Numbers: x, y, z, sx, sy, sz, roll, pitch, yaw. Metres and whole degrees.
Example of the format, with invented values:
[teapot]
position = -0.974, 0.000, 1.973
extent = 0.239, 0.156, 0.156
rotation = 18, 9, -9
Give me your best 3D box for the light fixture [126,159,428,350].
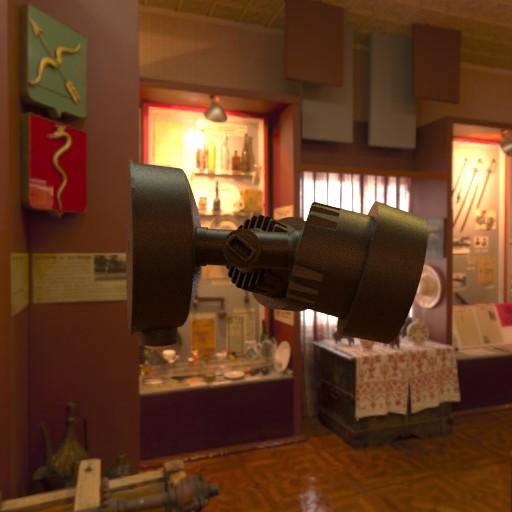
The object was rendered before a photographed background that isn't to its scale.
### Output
[light fixture]
position = 0.000, 0.000, 0.304
extent = 0.168, 0.120, 0.213
rotation = 0, 1, -18
